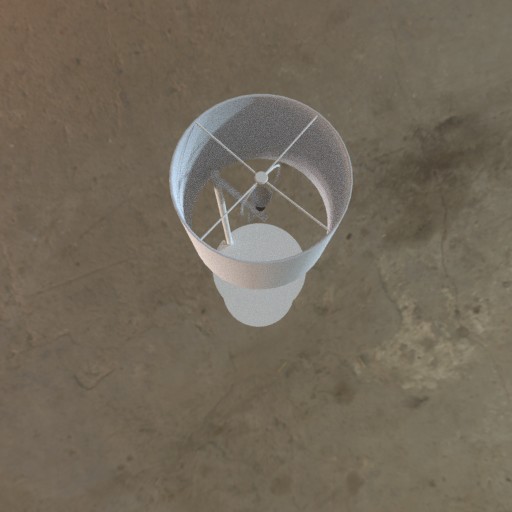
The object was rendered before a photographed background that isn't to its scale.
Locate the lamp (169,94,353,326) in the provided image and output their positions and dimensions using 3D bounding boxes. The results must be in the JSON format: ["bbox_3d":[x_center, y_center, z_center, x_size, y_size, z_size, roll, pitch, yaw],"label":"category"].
[{"bbox_3d":[0.000,0.000,1.613,0.405,1.465,0.372,40,80,9],"label":"lamp"}]
